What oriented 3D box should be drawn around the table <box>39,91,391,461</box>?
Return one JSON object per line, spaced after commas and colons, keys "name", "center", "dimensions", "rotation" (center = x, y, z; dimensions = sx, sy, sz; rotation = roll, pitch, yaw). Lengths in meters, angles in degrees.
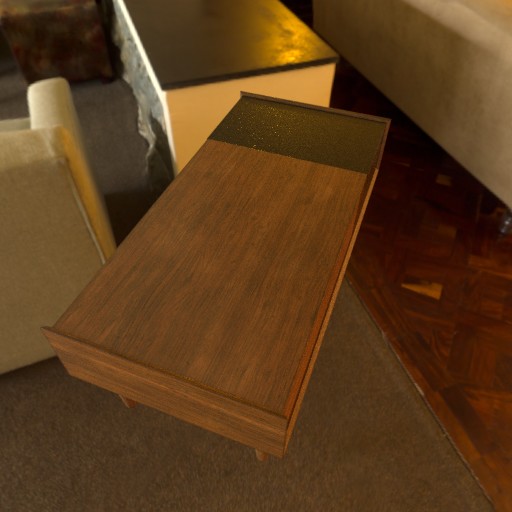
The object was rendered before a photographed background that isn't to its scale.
{"name": "table", "center": [0.000, 0.000, 1.529], "dimensions": [0.610, 0.508, 1.221], "rotation": [16, 49, 14]}
